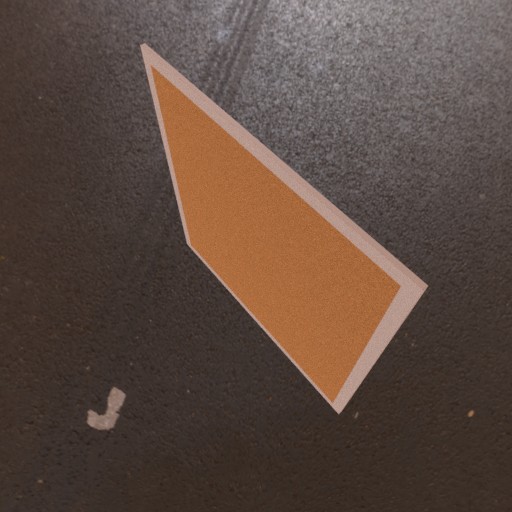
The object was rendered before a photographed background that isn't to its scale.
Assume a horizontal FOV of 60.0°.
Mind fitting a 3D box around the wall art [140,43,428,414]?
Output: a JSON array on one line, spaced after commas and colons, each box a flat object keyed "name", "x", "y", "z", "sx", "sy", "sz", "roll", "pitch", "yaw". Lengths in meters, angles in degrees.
[{"name": "wall art", "x": 0.000, "y": 0.000, "z": 1.185, "sx": 0.013, "sy": 0.813, "sz": 0.812, "roll": -35, "pitch": 64, "yaw": -20}]
